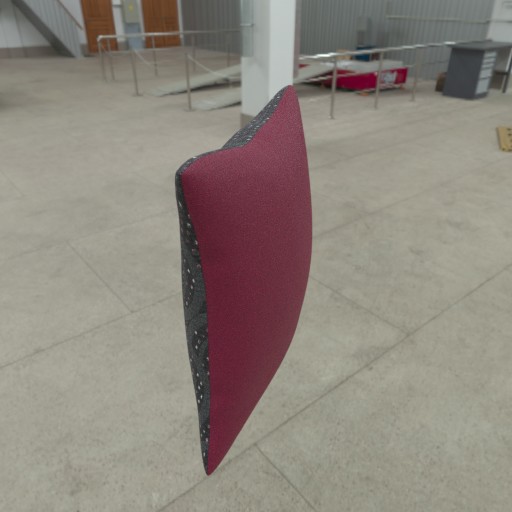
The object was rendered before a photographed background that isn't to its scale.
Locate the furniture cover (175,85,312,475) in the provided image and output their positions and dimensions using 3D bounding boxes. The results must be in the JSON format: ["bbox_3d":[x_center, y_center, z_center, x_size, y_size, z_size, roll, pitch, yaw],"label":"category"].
[{"bbox_3d":[0.000,0.000,0.807,0.193,0.509,0.552,8,31,14],"label":"furniture cover"}]
